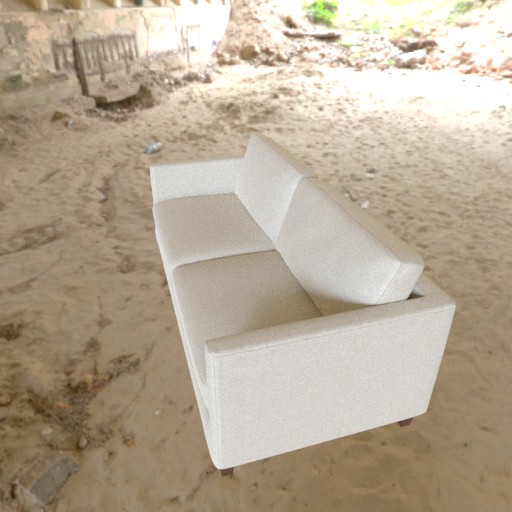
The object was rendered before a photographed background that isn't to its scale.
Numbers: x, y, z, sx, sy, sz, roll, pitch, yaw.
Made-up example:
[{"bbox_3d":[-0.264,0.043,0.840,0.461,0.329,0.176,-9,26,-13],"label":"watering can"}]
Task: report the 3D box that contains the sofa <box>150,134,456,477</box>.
[{"bbox_3d":[0.000,0.000,2.427,0.965,0.889,1.981,-9,31,-15],"label":"sofa"}]
